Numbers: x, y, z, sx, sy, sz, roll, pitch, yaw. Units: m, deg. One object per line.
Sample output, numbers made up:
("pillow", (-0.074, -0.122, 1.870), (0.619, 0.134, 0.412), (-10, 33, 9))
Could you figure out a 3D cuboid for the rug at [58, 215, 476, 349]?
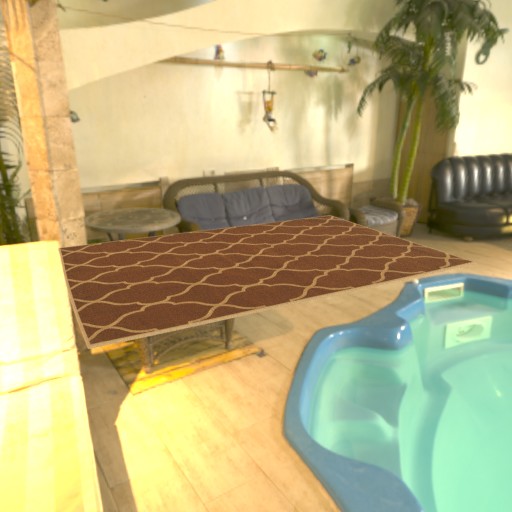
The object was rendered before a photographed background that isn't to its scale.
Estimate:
("rug", (0.000, 0.000, 2.878), (2.290, 0.014, 1.526), (-9, 20, -26))
